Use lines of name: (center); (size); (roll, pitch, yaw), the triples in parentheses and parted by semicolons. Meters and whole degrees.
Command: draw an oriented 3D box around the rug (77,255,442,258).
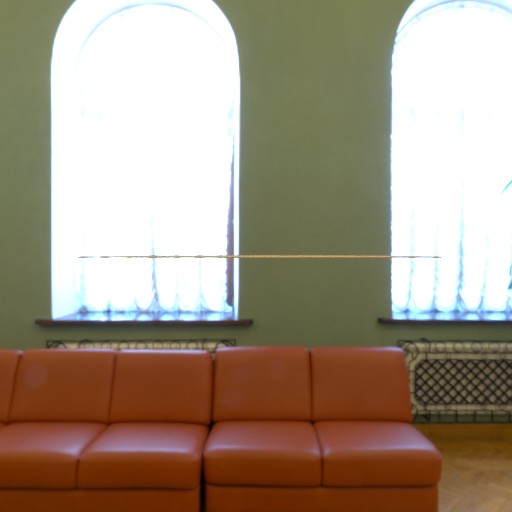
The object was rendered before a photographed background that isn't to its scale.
rug: (0.000, 0.000, 2.964); (1.522, 0.008, 2.284); (0, 0, -1)
